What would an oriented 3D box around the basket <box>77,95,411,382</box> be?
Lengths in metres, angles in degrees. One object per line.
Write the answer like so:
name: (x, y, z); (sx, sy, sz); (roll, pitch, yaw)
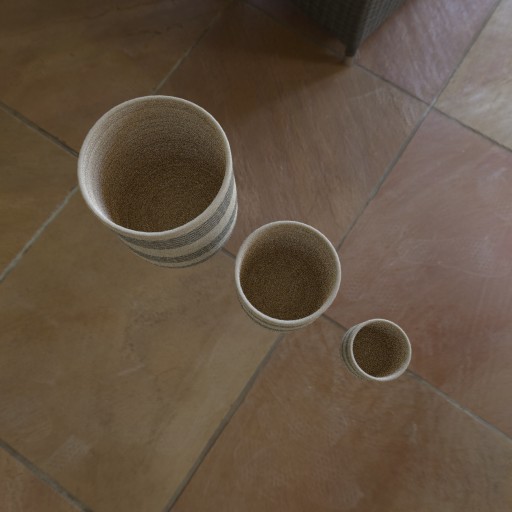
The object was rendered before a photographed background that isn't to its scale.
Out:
basket: (0.000, 0.000, 1.116); (0.917, 0.356, 0.351); (36, 79, 8)
